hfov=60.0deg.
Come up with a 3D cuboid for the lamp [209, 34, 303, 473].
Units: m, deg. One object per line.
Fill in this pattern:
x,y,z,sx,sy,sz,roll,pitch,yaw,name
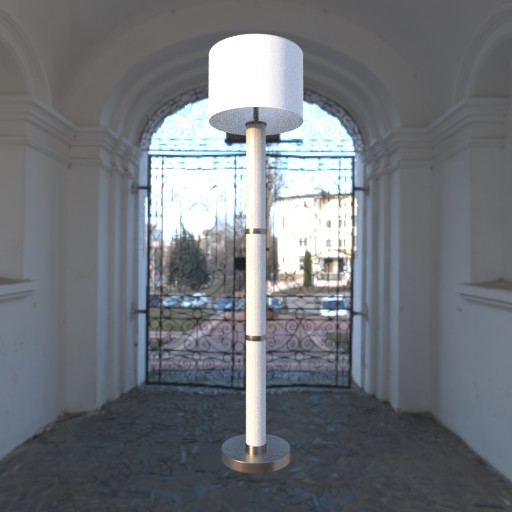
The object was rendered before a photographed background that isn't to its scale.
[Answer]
0.000,0.000,1.769,0.377,1.599,0.377,0,0,17,lamp
